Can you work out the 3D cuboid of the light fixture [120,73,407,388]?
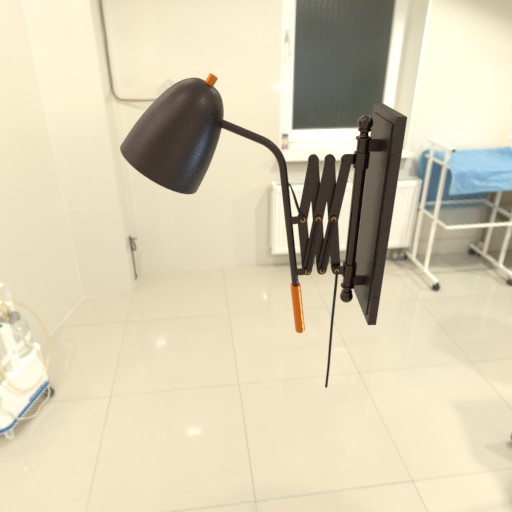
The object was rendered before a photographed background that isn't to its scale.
[{"bbox_3d":[0.000,0.000,0.933,0.499,0.715,0.162,0,27,-1],"label":"light fixture"}]
